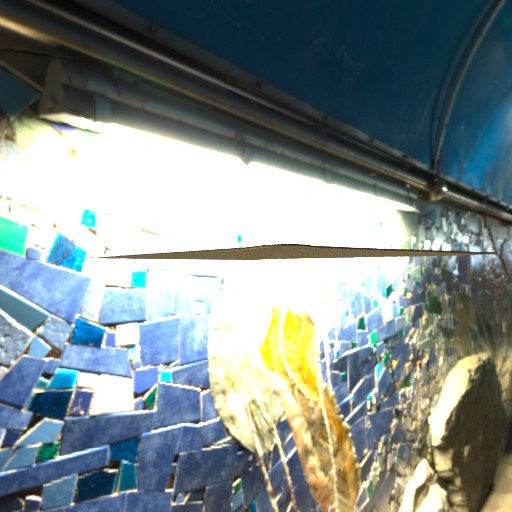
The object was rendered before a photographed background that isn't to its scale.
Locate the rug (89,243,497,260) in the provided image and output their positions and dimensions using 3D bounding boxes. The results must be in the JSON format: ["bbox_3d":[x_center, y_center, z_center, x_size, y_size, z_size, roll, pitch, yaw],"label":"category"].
[{"bbox_3d":[0.000,0.000,2.077,1.072,0.013,1.698,1,-2,-36],"label":"rug"}]
